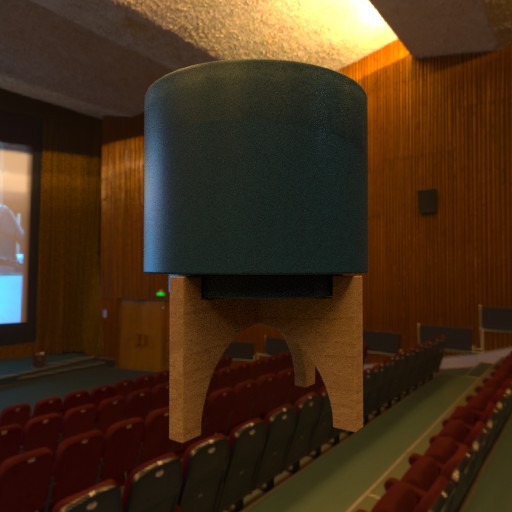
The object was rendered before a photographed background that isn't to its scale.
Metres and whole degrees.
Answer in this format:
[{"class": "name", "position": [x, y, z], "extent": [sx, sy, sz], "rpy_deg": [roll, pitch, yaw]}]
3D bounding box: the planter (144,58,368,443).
[{"class": "planter", "position": [0.000, 0.000, 0.391], "extent": [0.192, 0.263, 0.192], "rpy_deg": [0, -1, 0]}]
